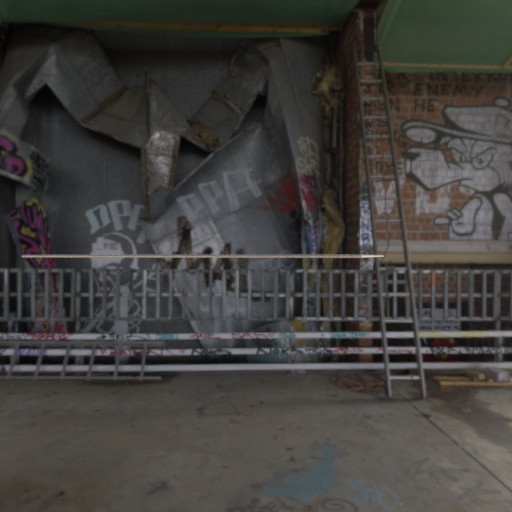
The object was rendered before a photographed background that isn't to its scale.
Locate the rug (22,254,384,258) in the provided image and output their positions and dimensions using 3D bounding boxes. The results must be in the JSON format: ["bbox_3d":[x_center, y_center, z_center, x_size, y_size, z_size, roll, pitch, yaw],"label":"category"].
[{"bbox_3d":[0.000,0.000,2.301,1.219,0.010,1.829,0,0,18],"label":"rug"}]
